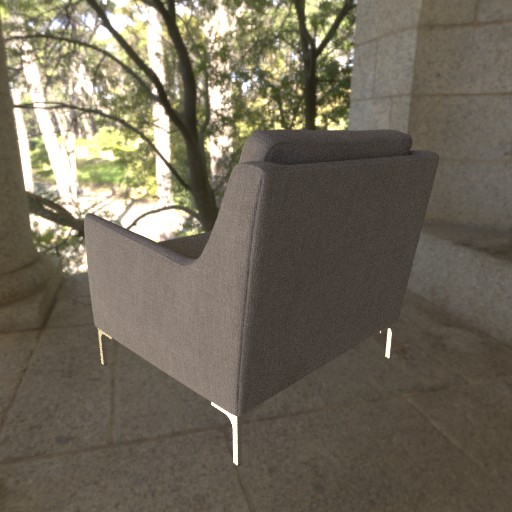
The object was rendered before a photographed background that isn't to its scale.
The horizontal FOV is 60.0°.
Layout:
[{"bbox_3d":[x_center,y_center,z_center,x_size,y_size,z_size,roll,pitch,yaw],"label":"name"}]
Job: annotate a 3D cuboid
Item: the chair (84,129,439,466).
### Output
[{"bbox_3d":[0.000,0.000,1.508,0.849,0.828,0.847,15,22,43],"label":"chair"}]
